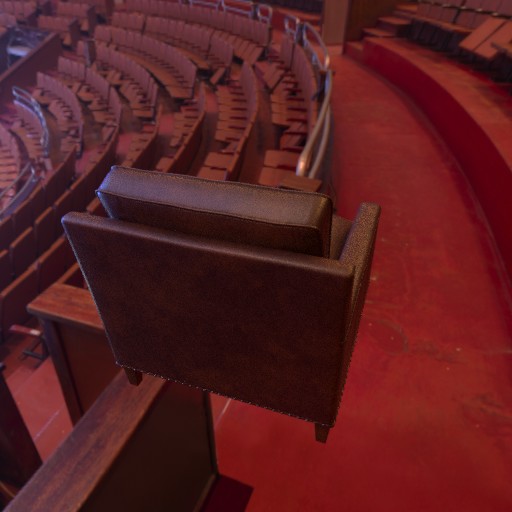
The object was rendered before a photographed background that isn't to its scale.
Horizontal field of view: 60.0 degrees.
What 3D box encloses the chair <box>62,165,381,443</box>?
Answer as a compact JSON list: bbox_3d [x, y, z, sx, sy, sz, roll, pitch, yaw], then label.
[{"bbox_3d":[0.000,0.000,1.736,0.853,0.929,1.014,11,34,17],"label":"chair"}]
